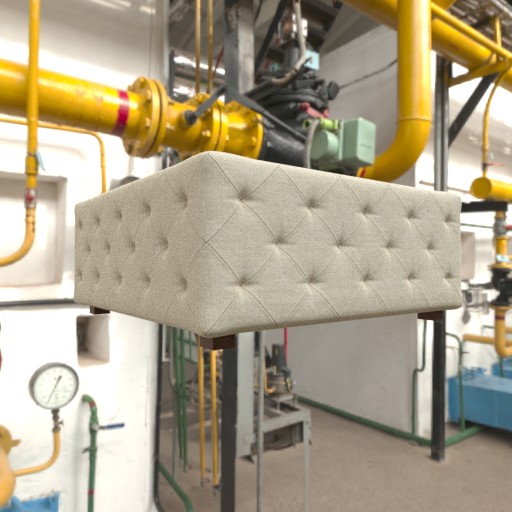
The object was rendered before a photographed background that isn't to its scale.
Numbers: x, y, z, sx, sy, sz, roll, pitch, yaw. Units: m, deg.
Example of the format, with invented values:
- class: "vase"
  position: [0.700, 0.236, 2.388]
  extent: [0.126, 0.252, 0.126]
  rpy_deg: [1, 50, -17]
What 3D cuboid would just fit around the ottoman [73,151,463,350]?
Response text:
- class: "ottoman"
  position: [0.000, 0.000, 1.622]
  extent: [1.028, 0.439, 1.028]
  rpy_deg: [1, -1, -37]
